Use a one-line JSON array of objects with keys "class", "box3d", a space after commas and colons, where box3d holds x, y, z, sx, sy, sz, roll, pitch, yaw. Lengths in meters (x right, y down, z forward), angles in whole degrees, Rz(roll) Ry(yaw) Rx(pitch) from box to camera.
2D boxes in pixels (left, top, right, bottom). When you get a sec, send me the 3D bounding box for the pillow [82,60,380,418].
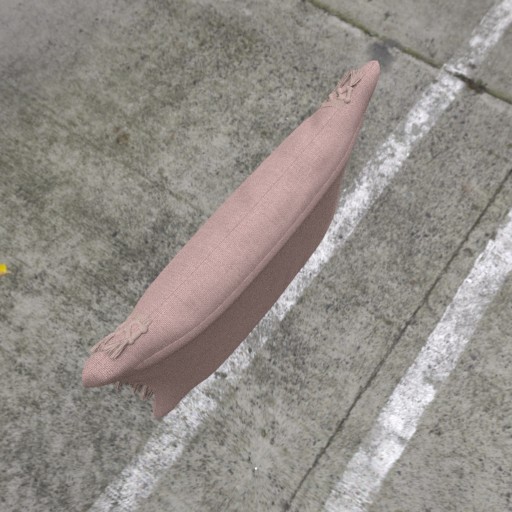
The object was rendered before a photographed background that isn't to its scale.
[{"class": "pillow", "box3d": [0.000, 0.000, 0.570, 0.084, 0.305, 0.466, 35, 69, 15]}]
